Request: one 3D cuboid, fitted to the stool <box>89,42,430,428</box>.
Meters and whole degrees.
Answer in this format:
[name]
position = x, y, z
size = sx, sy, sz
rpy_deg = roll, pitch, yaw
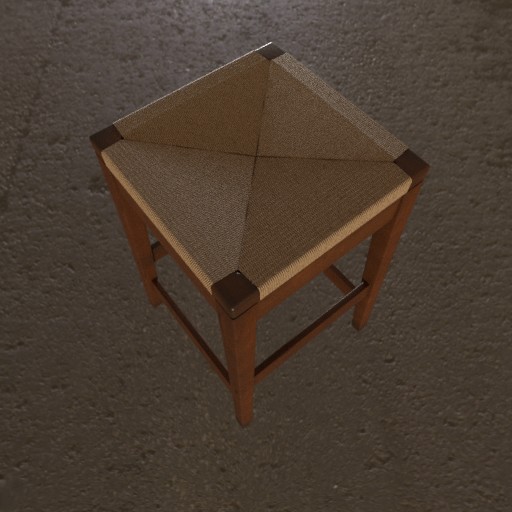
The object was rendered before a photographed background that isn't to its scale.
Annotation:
[stool]
position = 0.000, 0.000, 1.103
size = 0.497, 0.762, 0.507
rpy_deg = -35, 66, -18
